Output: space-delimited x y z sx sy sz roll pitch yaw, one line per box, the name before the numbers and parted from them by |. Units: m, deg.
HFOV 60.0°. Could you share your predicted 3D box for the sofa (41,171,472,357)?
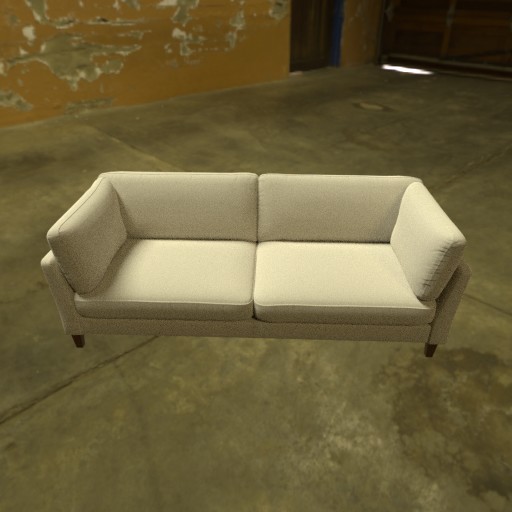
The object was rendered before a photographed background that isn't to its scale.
sofa | 0.000 0.000 2.826 2.301 0.863 0.957 1 31 2
